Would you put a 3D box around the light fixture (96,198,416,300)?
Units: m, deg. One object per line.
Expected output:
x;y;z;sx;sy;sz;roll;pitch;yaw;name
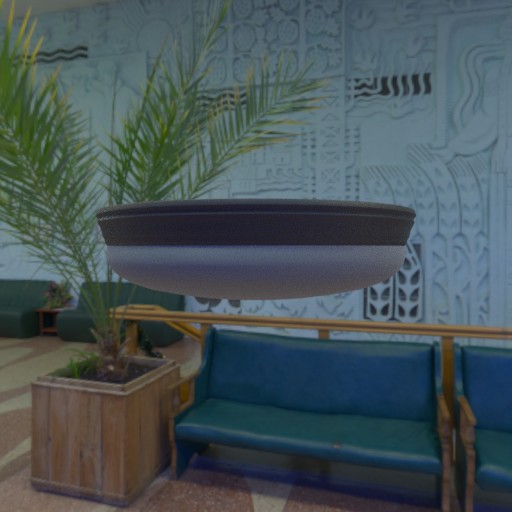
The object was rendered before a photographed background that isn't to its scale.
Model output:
0.000;0.000;0.542;0.368;0.100;0.368;0;1;0;light fixture
